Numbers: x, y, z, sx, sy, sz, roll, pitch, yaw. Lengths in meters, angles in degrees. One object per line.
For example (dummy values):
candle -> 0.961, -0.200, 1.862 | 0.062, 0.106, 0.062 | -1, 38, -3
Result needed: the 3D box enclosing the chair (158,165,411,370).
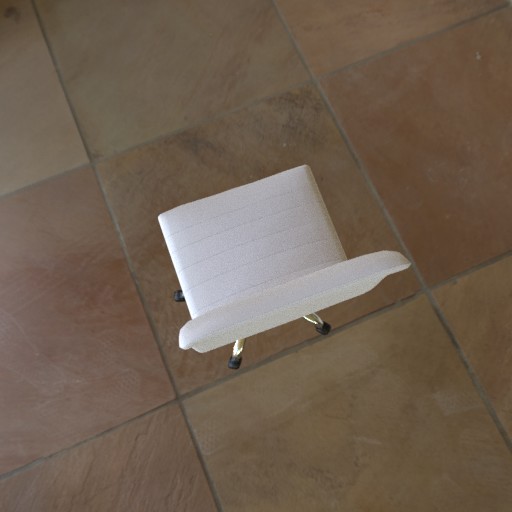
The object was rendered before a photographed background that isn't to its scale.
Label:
chair -> 0.000, 0.000, 1.065 | 0.520, 0.750, 0.455 | -20, 76, -5
